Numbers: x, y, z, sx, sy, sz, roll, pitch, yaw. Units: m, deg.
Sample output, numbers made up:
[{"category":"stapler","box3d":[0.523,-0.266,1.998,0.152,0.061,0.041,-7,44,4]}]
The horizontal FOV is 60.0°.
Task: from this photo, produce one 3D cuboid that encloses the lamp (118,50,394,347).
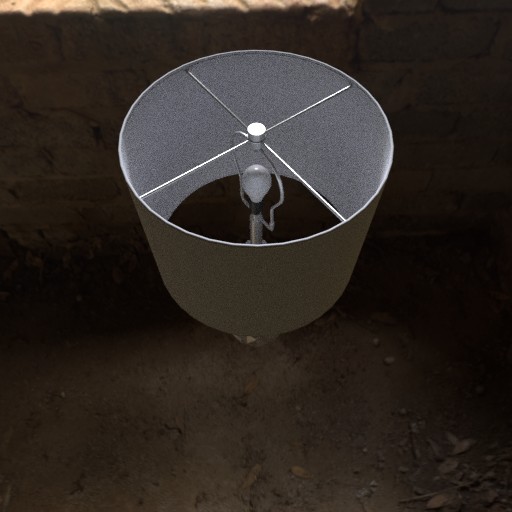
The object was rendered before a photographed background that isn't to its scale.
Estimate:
[{"category":"lamp","box3d":[0.000,0.000,0.702,0.297,0.522,0.297,0,58,0]}]
